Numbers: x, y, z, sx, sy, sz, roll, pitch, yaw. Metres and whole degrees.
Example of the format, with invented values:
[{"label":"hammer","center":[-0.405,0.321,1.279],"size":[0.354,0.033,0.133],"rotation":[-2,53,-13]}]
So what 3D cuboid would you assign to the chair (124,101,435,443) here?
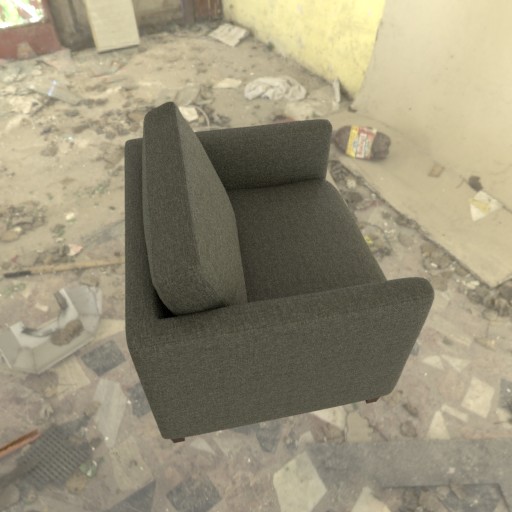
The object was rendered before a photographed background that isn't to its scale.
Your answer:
[{"label":"chair","center":[0.000,0.000,1.814],"size":[0.959,0.963,1.107],"rotation":[-9,47,-8]}]
